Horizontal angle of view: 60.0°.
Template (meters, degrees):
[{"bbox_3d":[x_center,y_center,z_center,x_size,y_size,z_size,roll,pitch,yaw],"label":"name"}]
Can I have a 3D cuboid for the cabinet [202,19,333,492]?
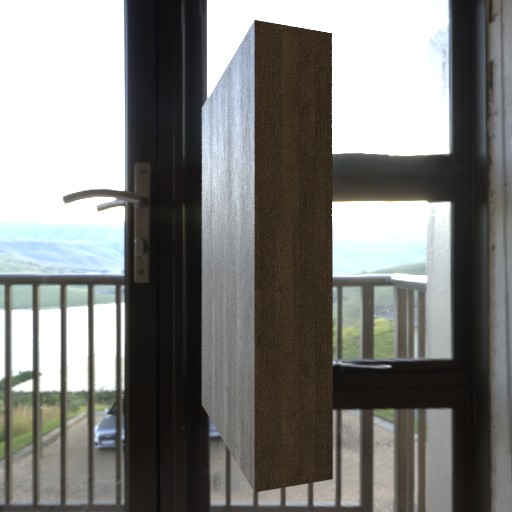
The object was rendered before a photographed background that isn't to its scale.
[{"bbox_3d":[0.000,0.000,1.593,0.250,1.280,0.750,0,0,-18],"label":"cabinet"}]
